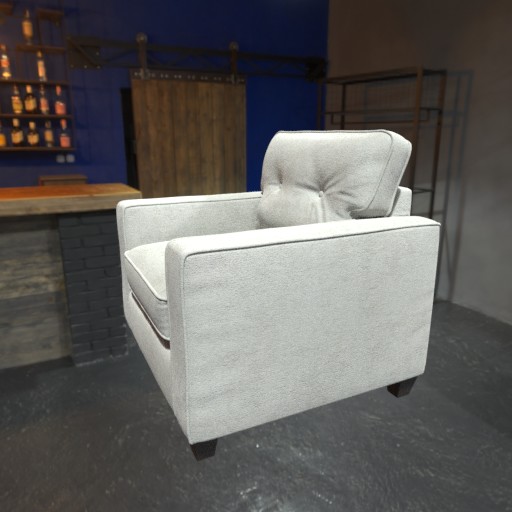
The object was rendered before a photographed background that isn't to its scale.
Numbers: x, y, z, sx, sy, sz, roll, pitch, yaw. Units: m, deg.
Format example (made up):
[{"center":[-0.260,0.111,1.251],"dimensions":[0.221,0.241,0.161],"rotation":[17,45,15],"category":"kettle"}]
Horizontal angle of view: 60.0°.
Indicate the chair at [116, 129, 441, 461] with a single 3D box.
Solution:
[{"center":[0.000,0.000,1.767],"dimensions":[0.939,0.965,1.015],"rotation":[-7,17,-25],"category":"chair"}]
